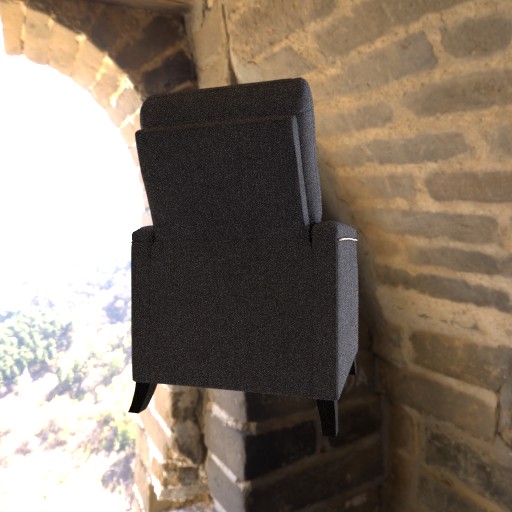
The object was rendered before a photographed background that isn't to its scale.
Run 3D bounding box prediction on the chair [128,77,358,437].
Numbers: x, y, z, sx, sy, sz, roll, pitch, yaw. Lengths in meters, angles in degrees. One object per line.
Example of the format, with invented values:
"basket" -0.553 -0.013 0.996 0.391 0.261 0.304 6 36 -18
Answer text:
"chair" 0.000 0.000 1.694 0.710 1.049 0.922 0 0 17
